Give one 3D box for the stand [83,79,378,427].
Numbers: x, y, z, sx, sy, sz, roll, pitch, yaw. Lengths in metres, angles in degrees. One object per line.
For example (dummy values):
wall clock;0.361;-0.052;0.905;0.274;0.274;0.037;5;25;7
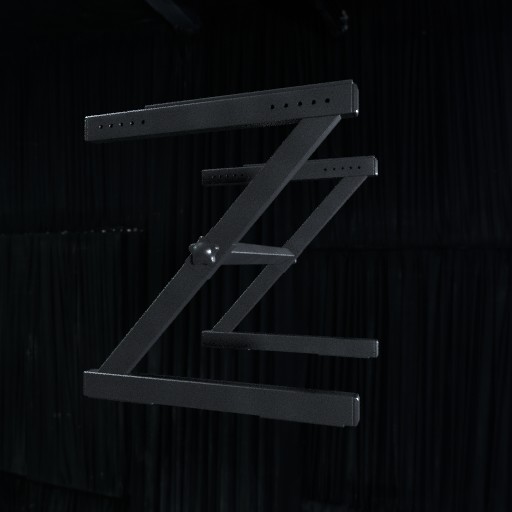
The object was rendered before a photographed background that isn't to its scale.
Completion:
stand;0.000;0.000;1.168;0.586;0.617;0.700;0;-1;19
